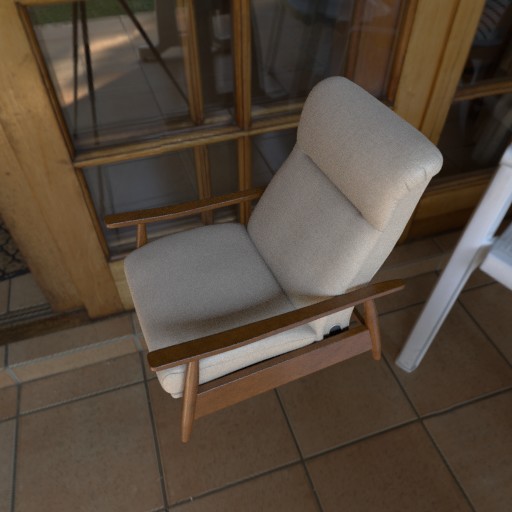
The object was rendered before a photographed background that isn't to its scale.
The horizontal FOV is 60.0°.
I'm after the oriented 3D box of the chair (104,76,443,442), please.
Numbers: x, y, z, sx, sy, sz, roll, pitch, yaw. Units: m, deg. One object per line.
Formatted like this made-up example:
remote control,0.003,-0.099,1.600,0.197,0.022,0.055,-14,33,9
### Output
chair,0.000,0.000,1.773,1.030,1.082,0.762,-18,49,-16
